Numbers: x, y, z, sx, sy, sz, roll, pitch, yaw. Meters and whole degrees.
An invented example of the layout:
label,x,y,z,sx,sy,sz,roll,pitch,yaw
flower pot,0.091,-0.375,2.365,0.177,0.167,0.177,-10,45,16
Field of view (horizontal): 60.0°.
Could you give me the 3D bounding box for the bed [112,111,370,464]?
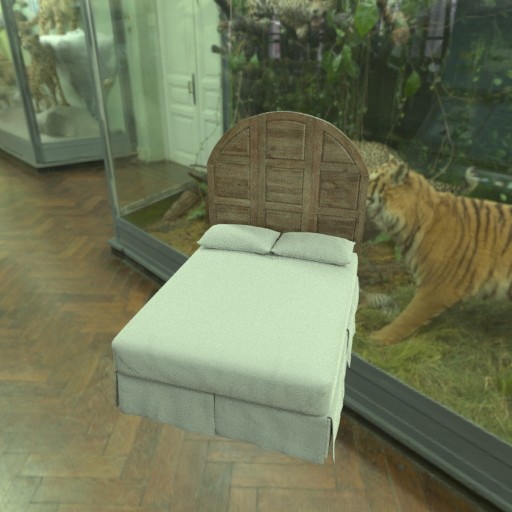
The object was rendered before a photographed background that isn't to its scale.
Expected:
label,x,y,z,sx,sy,sz,roll,pitch,yaw
bed,0.000,0.000,3.663,1.713,2.002,2.112,8,28,15
